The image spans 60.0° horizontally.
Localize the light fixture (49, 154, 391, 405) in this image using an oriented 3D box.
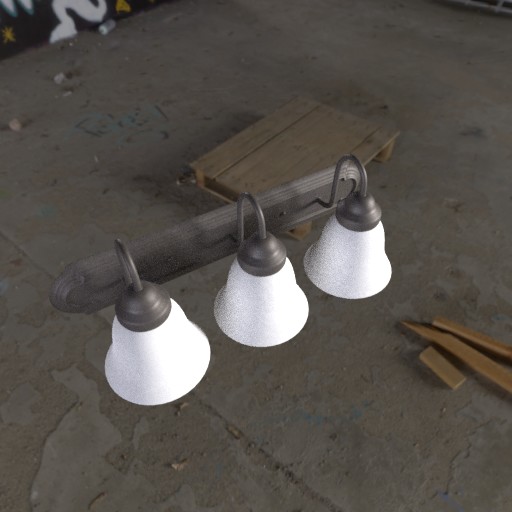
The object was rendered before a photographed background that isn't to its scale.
[{"bbox_3d":[0.000,0.000,0.705,0.610,0.222,0.199,-23,50,-21],"label":"light fixture"}]
